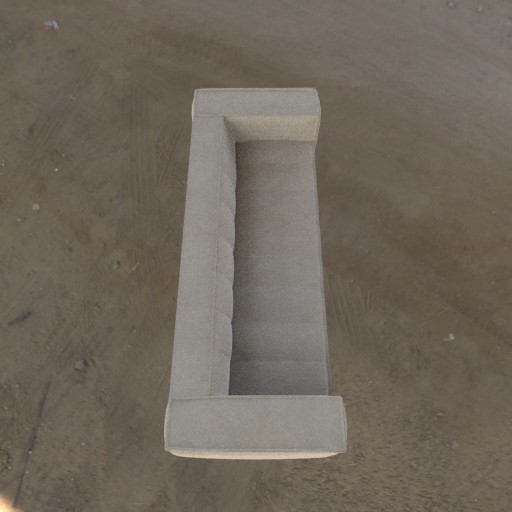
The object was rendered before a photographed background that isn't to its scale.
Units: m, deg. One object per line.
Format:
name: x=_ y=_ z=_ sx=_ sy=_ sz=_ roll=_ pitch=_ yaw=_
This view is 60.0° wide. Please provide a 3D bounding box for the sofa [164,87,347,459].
sofa: x=0.000 y=0.000 z=3.234 sx=1.038 sy=0.680 sz=2.697 roll=0 pitch=64 yaw=0
